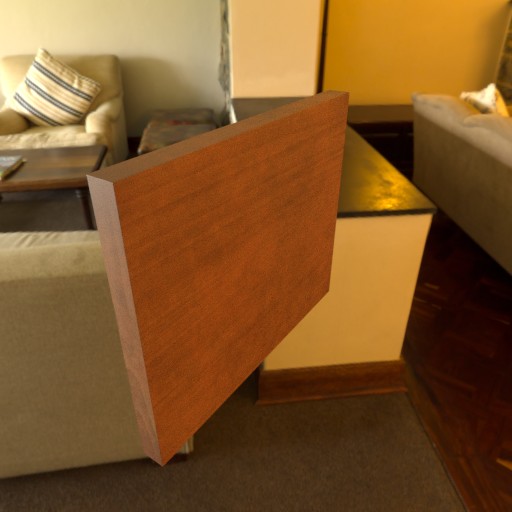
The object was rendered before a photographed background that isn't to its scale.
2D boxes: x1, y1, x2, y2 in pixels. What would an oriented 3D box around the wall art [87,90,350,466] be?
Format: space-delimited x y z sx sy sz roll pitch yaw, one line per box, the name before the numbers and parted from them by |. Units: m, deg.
wall art | 0.000 0.000 0.548 0.030 0.328 0.401 20 36 29
